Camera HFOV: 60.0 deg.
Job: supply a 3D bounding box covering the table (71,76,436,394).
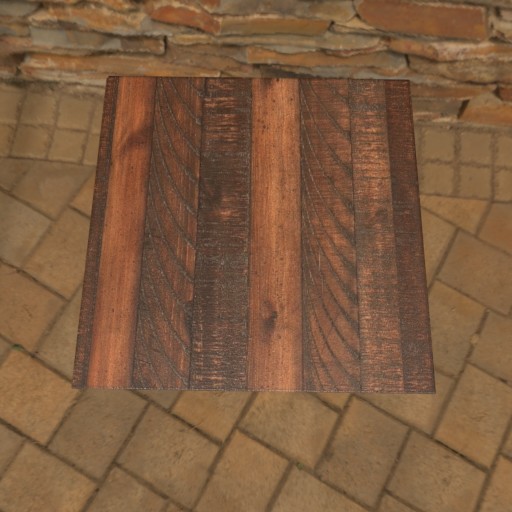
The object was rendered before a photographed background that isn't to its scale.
[{"bbox_3d":[0.000,0.000,0.973,0.553,0.482,0.548,1,76,0],"label":"table"}]
